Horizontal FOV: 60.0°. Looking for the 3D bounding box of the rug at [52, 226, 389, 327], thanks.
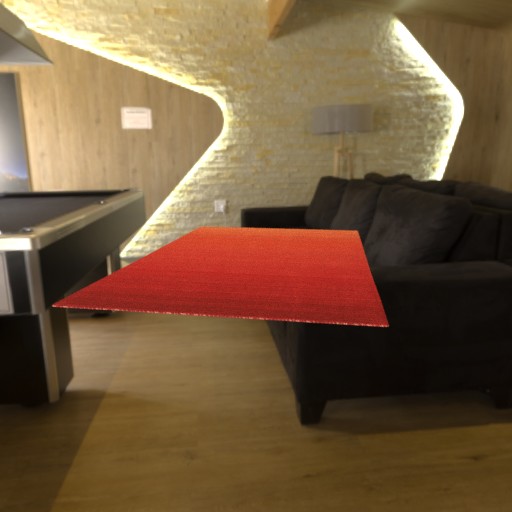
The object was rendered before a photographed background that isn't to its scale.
[{"bbox_3d":[0.000,0.000,3.125,1.531,0.010,2.442,2,13,9],"label":"rug"}]
